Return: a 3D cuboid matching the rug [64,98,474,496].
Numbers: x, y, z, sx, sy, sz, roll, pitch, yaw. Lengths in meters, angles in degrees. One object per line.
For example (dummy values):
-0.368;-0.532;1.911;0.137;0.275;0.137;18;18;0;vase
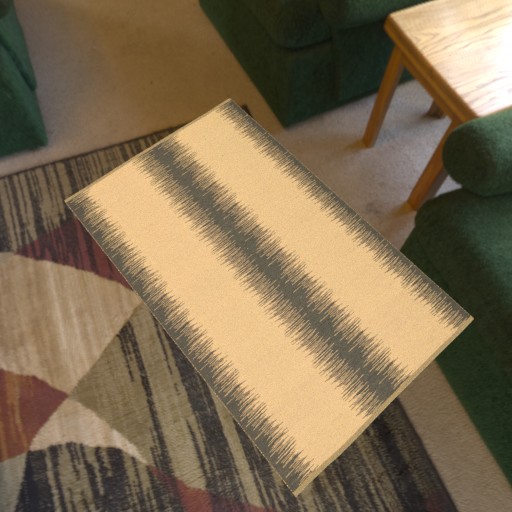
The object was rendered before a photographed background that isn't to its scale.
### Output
0.000;0.000;2.973;1.519;0.003;2.453;-37;70;-16;rug
